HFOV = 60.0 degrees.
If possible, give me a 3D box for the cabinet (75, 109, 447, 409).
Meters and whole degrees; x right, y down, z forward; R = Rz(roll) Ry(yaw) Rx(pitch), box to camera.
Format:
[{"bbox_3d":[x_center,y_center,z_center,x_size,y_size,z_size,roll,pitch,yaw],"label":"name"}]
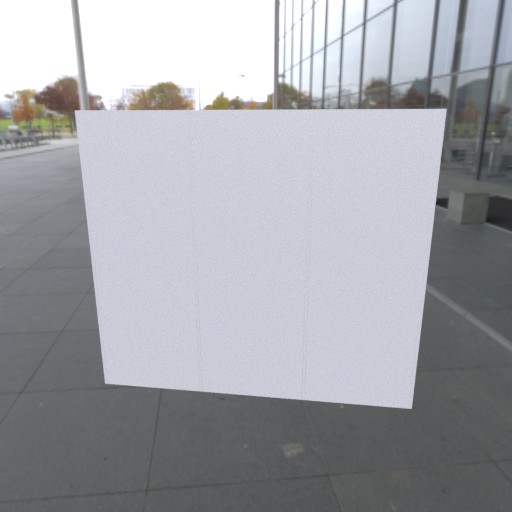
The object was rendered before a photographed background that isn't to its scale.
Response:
[{"bbox_3d":[0.000,0.000,3.809,2.700,2.370,0.590,2,17,8],"label":"cabinet"}]
